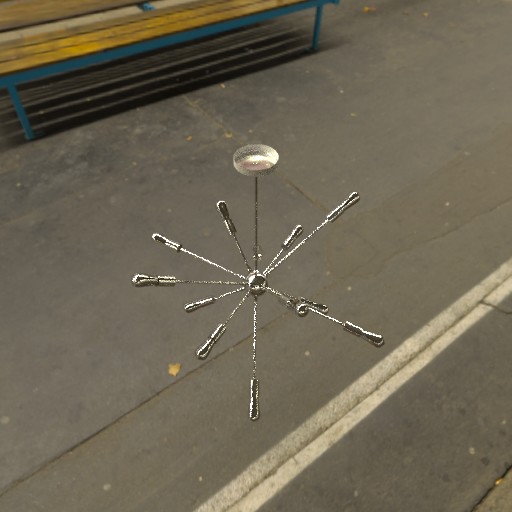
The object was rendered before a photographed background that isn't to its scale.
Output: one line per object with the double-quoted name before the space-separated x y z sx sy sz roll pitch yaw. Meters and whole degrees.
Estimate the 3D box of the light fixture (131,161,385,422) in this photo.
"light fixture" 0.000 0.000 1.055 0.684 0.558 0.509 24 51 21
